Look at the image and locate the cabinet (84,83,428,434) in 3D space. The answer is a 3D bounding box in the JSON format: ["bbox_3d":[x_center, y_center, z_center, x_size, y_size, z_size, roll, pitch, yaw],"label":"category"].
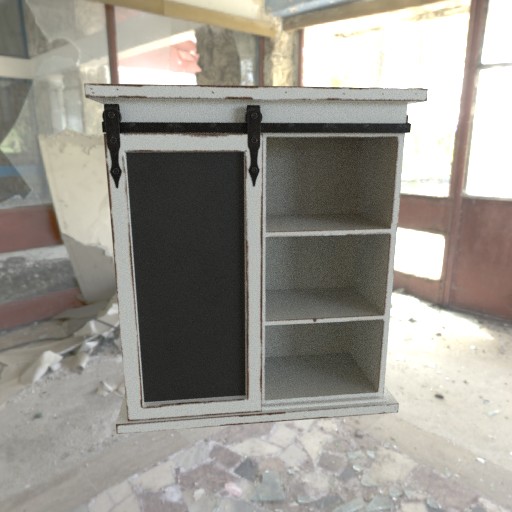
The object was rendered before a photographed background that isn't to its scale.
[{"bbox_3d":[0.000,0.000,0.868,0.541,0.603,0.210,-2,15,-7],"label":"cabinet"}]
